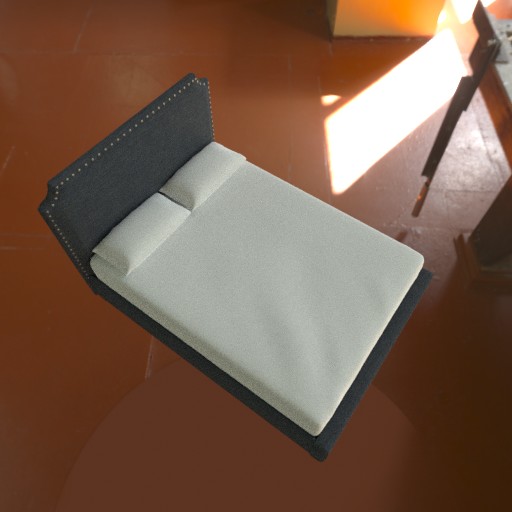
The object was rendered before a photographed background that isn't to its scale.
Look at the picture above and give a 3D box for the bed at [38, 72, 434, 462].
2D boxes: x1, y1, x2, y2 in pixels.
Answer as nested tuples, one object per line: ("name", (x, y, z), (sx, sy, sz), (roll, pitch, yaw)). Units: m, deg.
("bed", (0.000, 0.000, 3.394), (2.372, 1.443, 1.713), (31, 63, 18))
